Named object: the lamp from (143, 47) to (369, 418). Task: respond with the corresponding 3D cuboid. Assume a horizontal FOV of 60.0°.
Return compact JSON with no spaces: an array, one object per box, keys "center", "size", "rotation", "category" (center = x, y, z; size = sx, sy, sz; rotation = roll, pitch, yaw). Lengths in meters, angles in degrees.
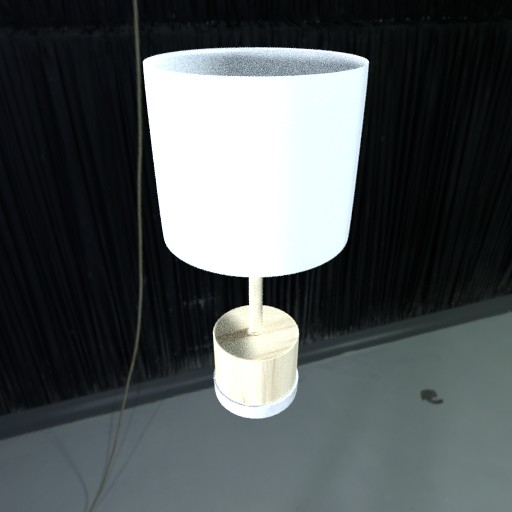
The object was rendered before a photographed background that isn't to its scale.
[{"center":[0.000,0.000,0.574],"size":[0.229,0.470,0.229],"rotation":[-11,32,-18],"category":"lamp"}]
